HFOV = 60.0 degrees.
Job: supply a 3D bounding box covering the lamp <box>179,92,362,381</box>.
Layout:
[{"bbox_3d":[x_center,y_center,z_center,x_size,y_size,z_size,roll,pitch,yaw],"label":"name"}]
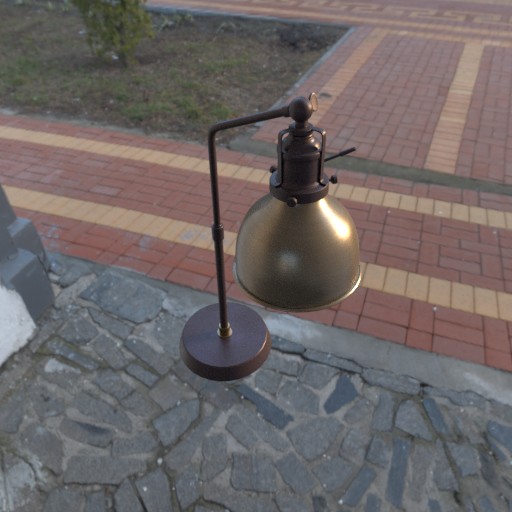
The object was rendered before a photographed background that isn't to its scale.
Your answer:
[{"bbox_3d":[0.000,0.000,0.621,0.298,0.469,0.175,26,47,28],"label":"lamp"}]
